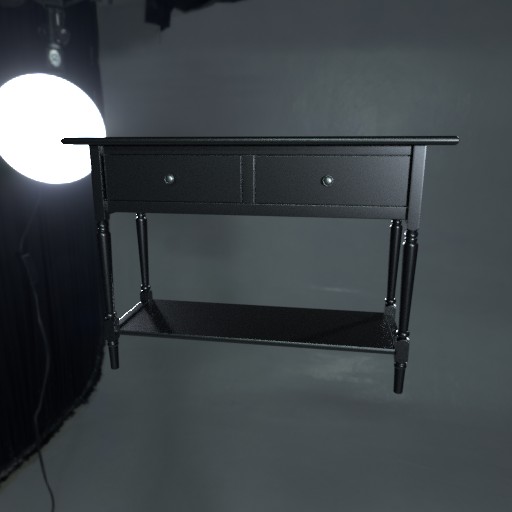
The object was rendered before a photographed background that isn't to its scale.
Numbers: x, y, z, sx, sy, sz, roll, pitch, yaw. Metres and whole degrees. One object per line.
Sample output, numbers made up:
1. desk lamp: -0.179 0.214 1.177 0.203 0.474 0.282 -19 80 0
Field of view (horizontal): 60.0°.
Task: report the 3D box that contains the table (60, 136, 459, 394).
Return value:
1. table: 0.000 0.000 1.586 1.191 0.819 0.386 2 14 9
